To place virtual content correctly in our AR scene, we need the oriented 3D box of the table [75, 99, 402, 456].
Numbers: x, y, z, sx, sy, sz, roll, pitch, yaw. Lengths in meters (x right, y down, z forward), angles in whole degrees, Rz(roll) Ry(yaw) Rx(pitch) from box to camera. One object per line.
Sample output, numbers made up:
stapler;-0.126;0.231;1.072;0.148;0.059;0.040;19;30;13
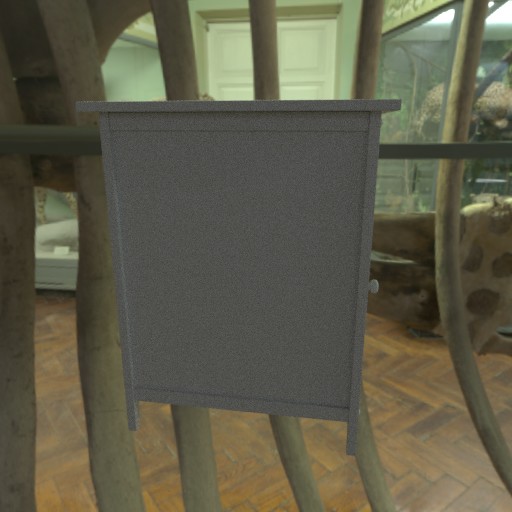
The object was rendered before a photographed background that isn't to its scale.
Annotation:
table;0.000;0.000;0.755;0.381;0.483;0.381;3;17;9
